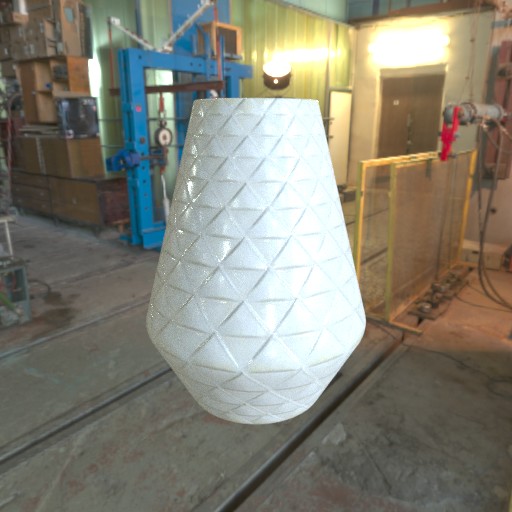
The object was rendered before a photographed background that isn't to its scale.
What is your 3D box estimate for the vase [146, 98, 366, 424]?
[{"bbox_3d":[0.000,0.000,0.348,0.175,0.230,0.175,0,17,0],"label":"vase"}]
